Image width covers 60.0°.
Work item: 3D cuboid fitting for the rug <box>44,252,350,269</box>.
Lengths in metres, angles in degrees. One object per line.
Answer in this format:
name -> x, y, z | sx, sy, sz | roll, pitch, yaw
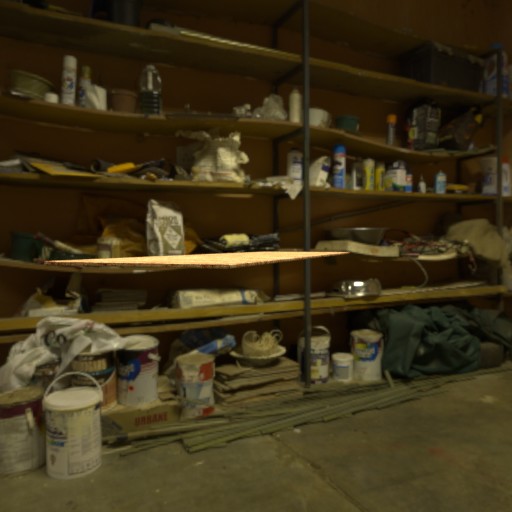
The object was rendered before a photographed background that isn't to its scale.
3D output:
rug -> 0.000, 0.000, 2.406 | 0.680, 0.014, 2.237 | 1, 2, 20
